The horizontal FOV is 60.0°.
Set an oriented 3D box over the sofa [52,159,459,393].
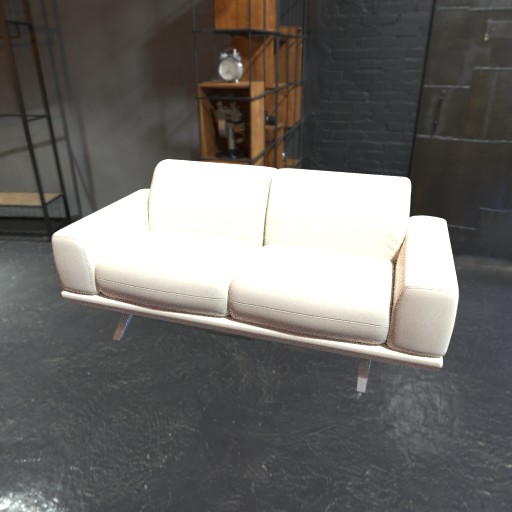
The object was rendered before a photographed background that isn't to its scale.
[{"bbox_3d":[0.000,0.000,2.357,1.901,0.772,0.900,8,26,16],"label":"sofa"}]
